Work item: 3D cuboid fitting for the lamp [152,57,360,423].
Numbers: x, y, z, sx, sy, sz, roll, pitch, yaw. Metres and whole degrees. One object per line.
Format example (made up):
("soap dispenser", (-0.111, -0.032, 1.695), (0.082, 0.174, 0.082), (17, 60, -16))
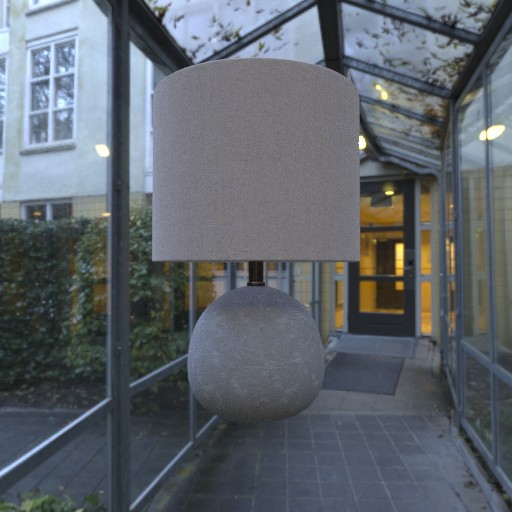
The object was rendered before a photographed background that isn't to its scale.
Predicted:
("lamp", (0.000, 0.000, 0.590), (0.269, 0.409, 0.269), (0, -1, 18))
